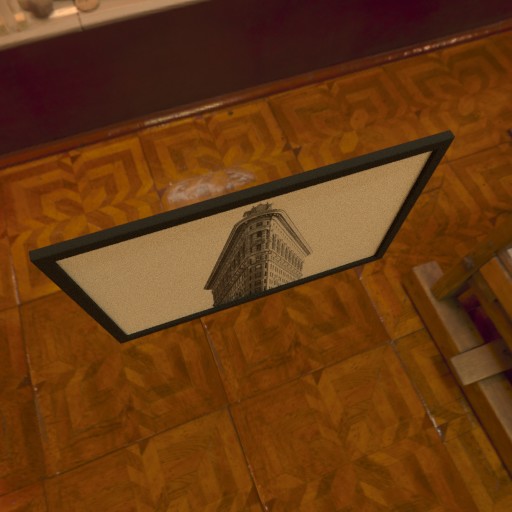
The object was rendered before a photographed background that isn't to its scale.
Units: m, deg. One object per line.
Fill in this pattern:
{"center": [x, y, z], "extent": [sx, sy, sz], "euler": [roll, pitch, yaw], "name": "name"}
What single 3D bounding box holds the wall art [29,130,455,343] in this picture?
{"center": [0.000, 0.000, 1.249], "extent": [0.958, 0.656, 0.026], "euler": [-17, 66, -8], "name": "wall art"}
